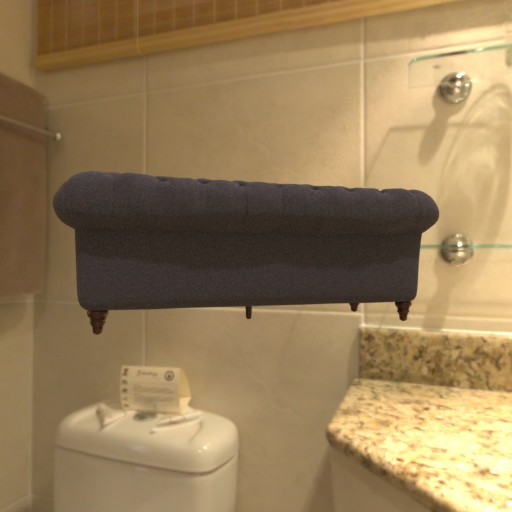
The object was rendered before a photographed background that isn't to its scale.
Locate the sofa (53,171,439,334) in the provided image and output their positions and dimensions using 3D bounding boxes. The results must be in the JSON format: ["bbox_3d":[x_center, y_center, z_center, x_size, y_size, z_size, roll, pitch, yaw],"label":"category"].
[{"bbox_3d":[0.000,0.000,2.774,2.335,0.836,1.046,0,-1,-17],"label":"sofa"}]
